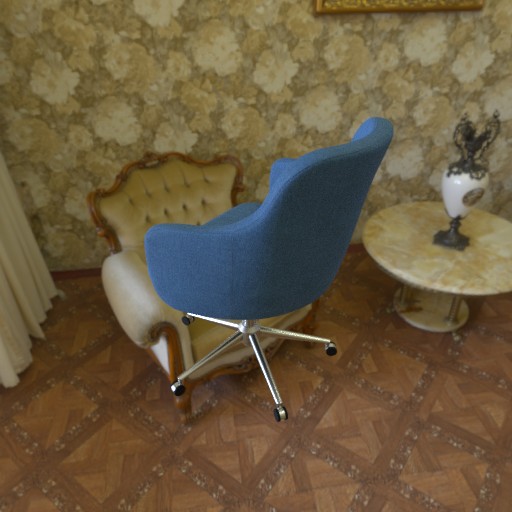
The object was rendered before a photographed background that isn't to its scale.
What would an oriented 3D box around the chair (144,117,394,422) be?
[{"bbox_3d":[0.000,0.000,1.295,0.655,0.820,0.599,21,38,29],"label":"chair"}]
